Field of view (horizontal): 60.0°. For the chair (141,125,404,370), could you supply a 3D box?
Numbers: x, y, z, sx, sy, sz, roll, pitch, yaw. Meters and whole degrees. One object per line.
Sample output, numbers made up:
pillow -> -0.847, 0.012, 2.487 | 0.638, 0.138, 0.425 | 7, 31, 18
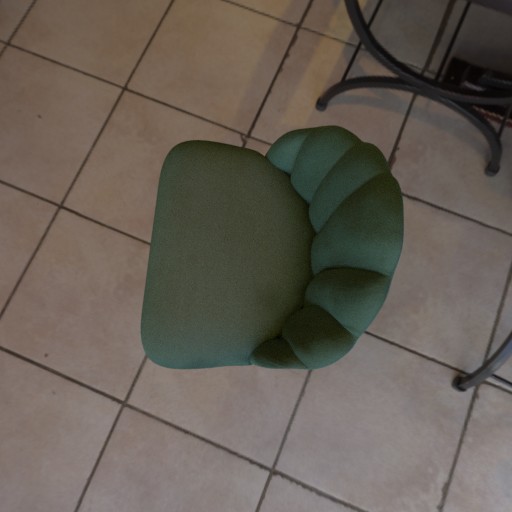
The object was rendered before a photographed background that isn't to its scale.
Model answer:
chair -> 0.000, 0.000, 1.275 | 0.599, 0.819, 0.657 | 4, 76, 1
